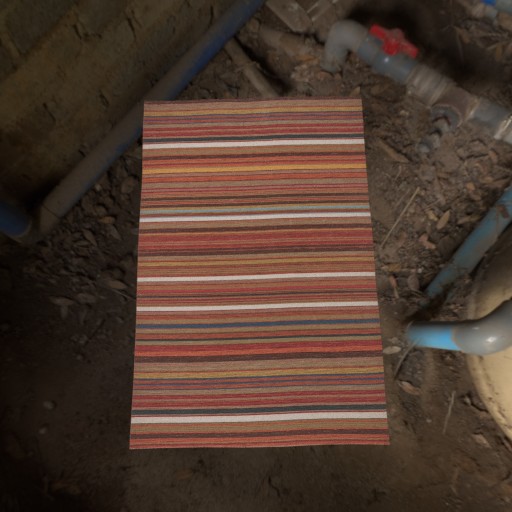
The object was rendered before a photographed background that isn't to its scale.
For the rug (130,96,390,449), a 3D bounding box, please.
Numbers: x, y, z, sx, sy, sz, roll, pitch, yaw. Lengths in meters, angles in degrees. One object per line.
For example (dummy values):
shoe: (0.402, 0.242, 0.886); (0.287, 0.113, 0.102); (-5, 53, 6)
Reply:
rug: (0.000, 0.000, 2.275); (1.217, 0.007, 1.828); (-1, 77, 0)
